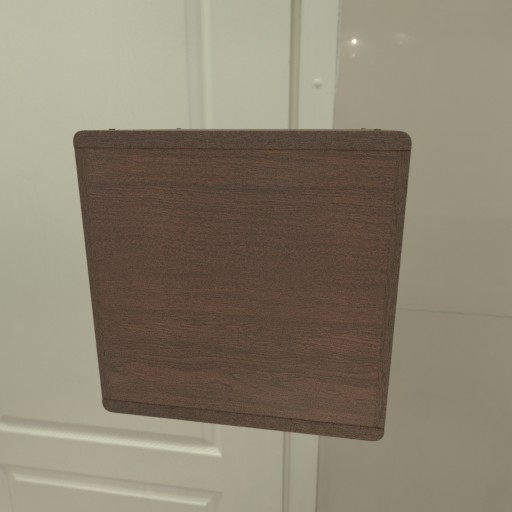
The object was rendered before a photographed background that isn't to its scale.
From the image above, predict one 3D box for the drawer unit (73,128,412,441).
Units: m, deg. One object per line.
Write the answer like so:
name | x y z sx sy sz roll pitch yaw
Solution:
drawer unit | 0.000 0.000 0.622 0.344 0.344 0.290 3 16 9
